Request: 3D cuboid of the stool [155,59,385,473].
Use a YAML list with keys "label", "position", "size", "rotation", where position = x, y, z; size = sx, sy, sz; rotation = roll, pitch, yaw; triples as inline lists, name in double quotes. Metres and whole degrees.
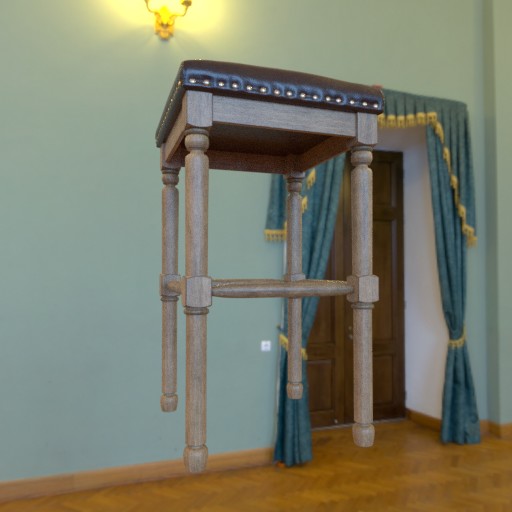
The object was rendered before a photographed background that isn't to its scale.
- label: "stool"
  position: [0.000, 0.000, 0.931]
  size: [0.382, 0.702, 0.383]
  rotation: [1, -2, -19]
